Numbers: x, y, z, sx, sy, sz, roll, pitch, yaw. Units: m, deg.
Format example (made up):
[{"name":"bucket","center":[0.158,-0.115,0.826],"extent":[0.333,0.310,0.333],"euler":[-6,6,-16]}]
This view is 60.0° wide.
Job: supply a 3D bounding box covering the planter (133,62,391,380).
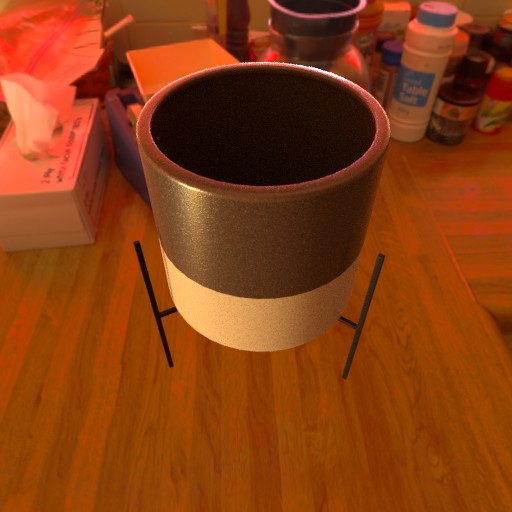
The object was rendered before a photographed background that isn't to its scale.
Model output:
[{"name":"planter","center":[0.000,0.000,0.529],"extent":[0.260,0.353,0.250],"euler":[-25,52,-21]}]
